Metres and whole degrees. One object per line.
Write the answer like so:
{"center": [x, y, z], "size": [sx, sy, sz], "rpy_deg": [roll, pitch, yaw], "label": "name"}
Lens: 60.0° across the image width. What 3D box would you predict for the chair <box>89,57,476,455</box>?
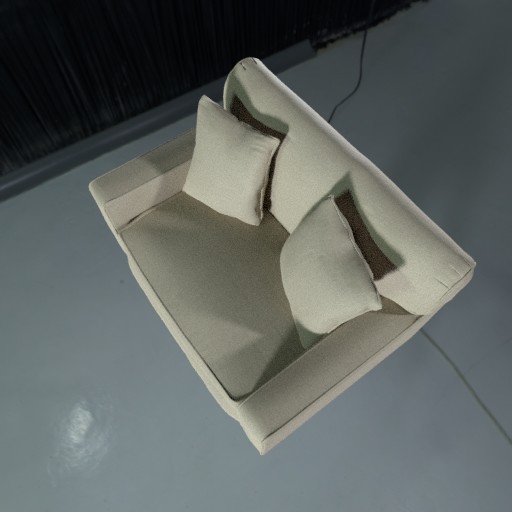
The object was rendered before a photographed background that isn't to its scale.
{"center": [0.000, 0.000, 2.045], "size": [1.000, 0.948, 1.383], "rpy_deg": [-33, 67, -16], "label": "chair"}
